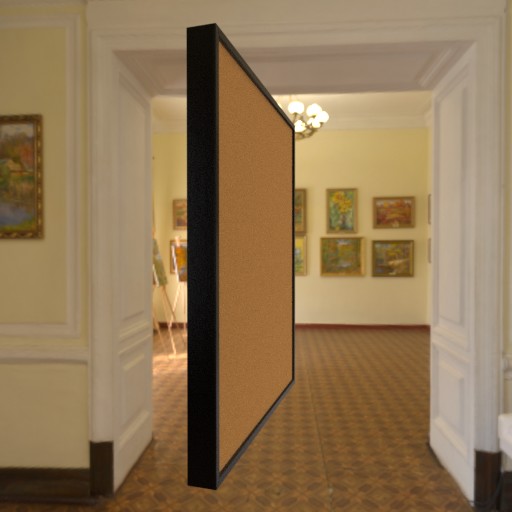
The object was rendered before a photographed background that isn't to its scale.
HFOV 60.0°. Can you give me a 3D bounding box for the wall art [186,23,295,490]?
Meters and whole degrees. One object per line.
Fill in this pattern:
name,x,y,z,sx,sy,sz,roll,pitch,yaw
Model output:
wall art,0.000,0.000,0.745,0.039,0.553,0.451,0,1,17
